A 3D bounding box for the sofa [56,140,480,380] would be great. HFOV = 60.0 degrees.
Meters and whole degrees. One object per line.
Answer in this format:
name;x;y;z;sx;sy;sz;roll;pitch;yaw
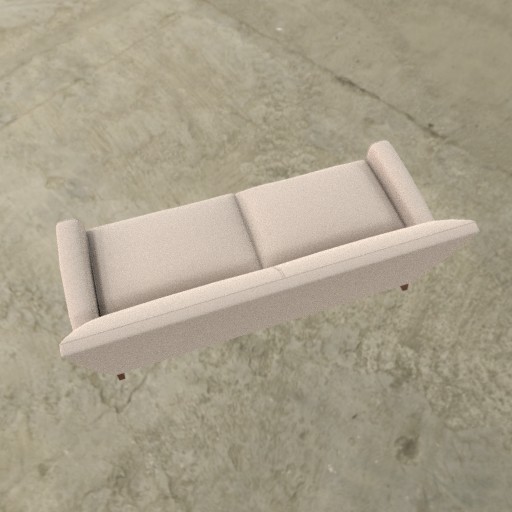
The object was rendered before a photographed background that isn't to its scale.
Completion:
sofa;0.000;0.000;2.457;2.000;0.846;0.875;-16;60;-9
